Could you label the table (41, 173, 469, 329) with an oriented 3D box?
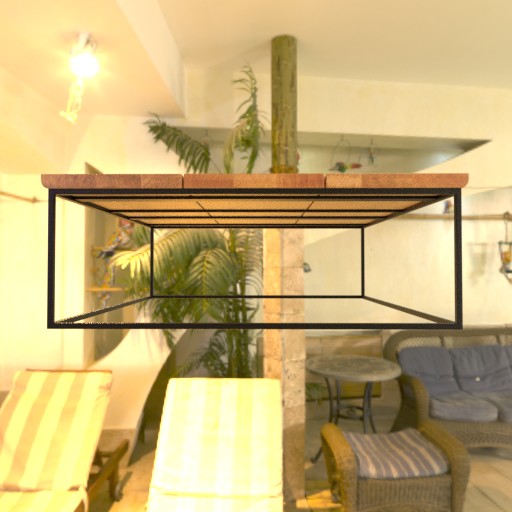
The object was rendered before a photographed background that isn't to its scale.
[{"bbox_3d":[0.000,0.000,1.684,1.100,0.400,1.100,0,-1,1],"label":"table"}]
